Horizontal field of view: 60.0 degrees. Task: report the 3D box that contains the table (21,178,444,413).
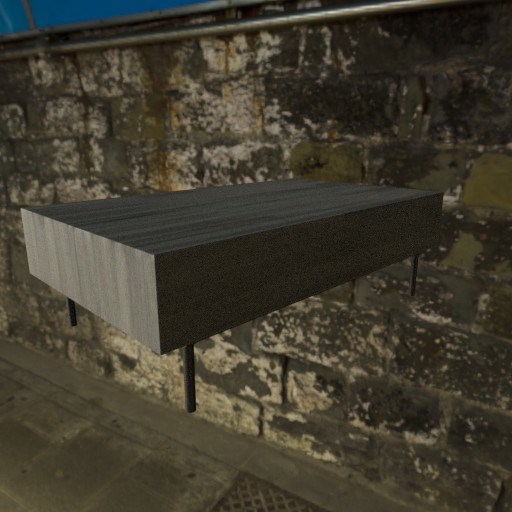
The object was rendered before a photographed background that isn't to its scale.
[{"bbox_3d":[0.000,0.000,1.344,1.088,0.347,0.643,-15,22,-42],"label":"table"}]
